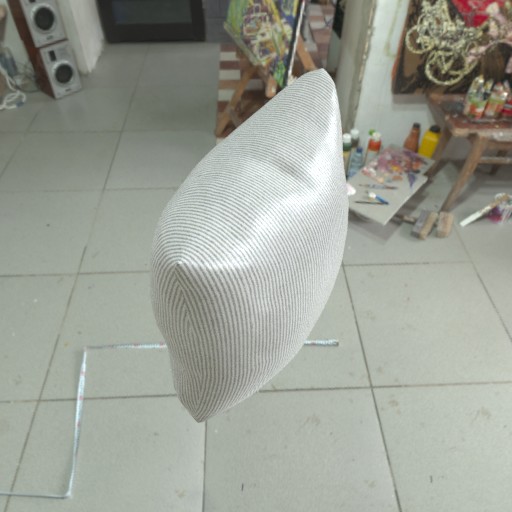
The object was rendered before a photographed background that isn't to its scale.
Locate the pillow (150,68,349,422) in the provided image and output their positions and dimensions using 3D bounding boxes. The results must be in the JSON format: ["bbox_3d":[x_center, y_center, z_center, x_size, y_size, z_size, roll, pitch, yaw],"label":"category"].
[{"bbox_3d":[0.000,0.000,0.702,0.387,0.432,0.310,-24,51,-21],"label":"pillow"}]
